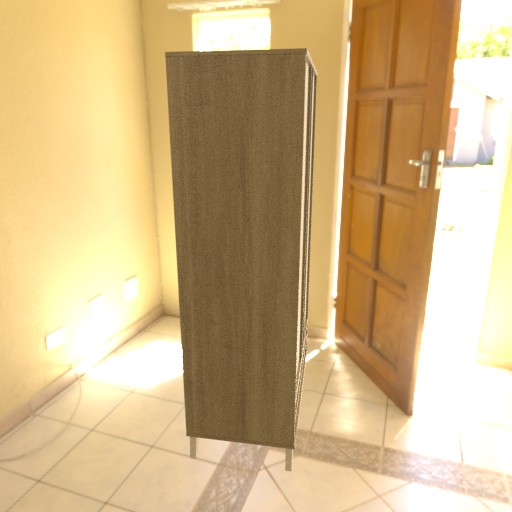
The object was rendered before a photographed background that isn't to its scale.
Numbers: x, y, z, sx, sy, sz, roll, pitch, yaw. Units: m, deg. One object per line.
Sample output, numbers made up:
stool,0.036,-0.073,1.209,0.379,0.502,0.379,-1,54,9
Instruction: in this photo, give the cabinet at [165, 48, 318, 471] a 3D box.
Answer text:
cabinet,0.000,0.000,2.509,0.571,1.999,1.006,3,17,9
